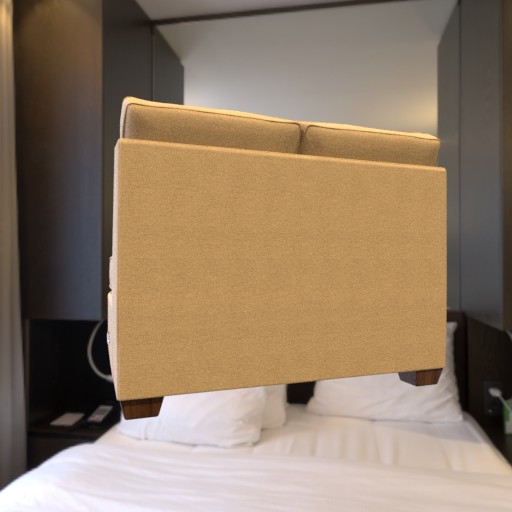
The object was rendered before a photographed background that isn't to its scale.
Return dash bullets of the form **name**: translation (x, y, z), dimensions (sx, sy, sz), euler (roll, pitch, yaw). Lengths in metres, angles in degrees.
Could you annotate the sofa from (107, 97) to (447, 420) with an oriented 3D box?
- **sofa**: translation (0.000, 0.000, 1.954), dimensions (1.232, 1.006, 0.978), euler (0, -1, -20)
